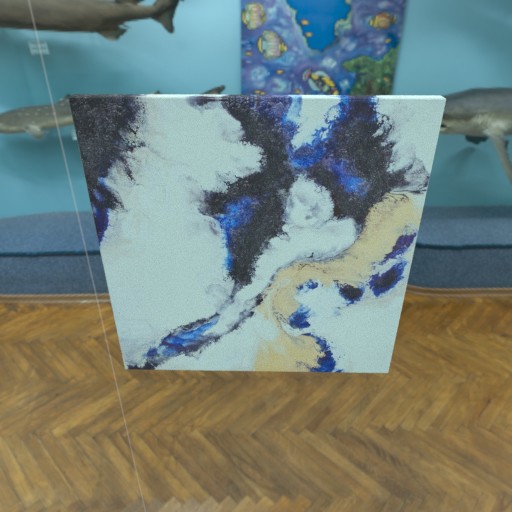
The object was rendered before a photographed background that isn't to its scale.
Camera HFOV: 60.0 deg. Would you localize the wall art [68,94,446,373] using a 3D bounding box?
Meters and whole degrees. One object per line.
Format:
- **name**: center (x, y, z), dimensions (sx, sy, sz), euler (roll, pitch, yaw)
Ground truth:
- **wall art**: center (0.000, 0.000, 1.280), dimensions (0.887, 0.885, 0.038), euler (1, 31, 1)
